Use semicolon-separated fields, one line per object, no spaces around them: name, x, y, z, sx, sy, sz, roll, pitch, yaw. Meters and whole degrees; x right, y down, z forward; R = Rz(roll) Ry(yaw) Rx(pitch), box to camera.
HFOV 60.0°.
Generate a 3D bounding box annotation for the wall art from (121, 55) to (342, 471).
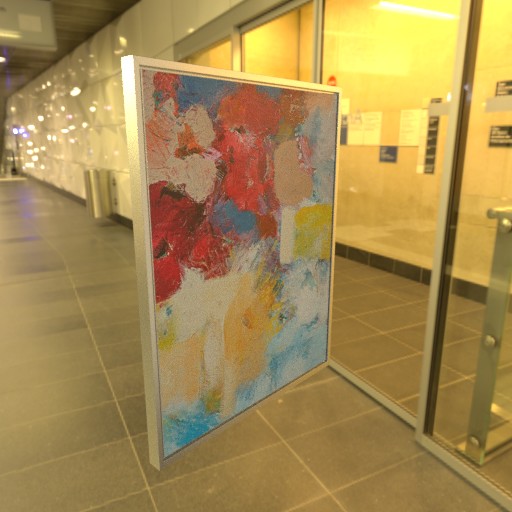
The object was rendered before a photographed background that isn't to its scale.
wall art;0.000;0.000;0.749;0.025;0.569;0.444;13;20;41
